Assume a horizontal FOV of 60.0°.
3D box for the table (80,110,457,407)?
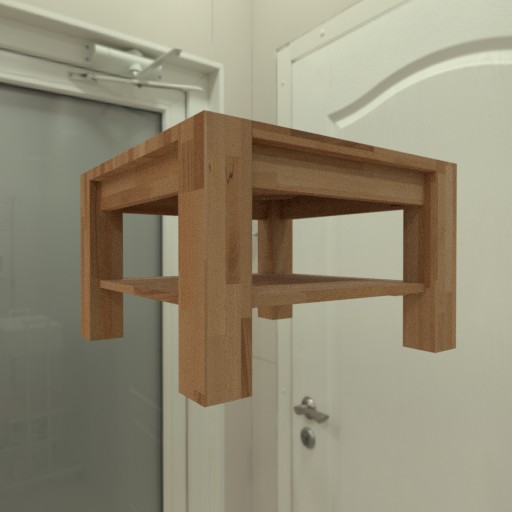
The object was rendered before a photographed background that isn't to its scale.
[{"bbox_3d":[0.000,0.000,1.158,0.700,0.451,0.700,0,1,-36],"label":"table"}]
